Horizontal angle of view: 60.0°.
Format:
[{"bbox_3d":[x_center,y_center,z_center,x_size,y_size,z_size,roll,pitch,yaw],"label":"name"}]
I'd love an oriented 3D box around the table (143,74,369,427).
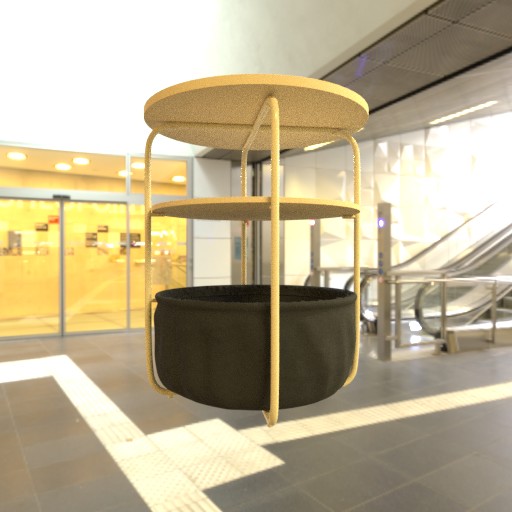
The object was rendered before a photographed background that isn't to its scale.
[{"bbox_3d":[0.000,0.000,0.853,0.418,0.532,0.418,0,1,37],"label":"table"}]
